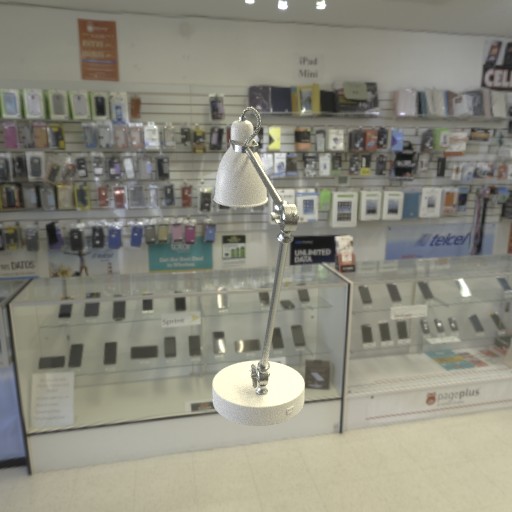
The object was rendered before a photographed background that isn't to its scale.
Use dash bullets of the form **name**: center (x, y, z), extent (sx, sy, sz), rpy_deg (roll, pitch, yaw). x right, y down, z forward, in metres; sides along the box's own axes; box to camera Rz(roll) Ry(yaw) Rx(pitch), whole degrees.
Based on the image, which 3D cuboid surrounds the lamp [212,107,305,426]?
- **lamp**: center (0.000, 0.000, 0.869), extent (0.187, 0.587, 0.561), rpy_deg (-2, 13, -9)
